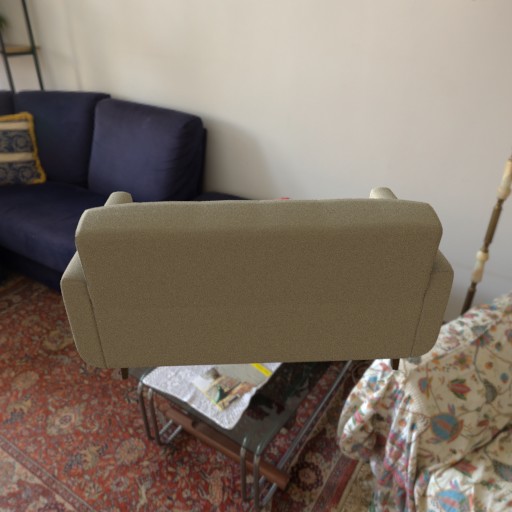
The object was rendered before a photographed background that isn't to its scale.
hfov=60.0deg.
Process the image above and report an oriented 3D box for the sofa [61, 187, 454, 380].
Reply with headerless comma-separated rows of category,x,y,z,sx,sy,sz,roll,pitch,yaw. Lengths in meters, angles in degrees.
sofa,0.000,0.000,2.284,1.655,0.892,0.980,-1,31,-2
